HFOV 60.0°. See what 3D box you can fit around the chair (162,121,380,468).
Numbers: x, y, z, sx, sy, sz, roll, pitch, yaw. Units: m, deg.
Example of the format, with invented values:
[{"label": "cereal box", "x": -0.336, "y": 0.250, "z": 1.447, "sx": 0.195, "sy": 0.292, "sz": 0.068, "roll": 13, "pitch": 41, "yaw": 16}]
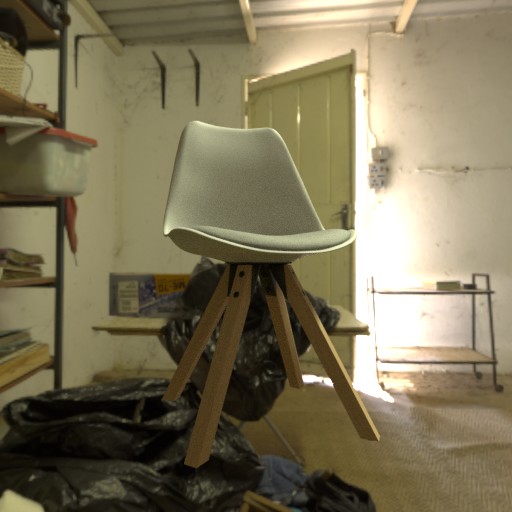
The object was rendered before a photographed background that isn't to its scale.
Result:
[{"label": "chair", "x": 0.000, "y": 0.000, "z": 1.192, "sx": 0.485, "sy": 0.850, "sz": 0.550, "roll": 0, "pitch": 0, "yaw": -18}]
